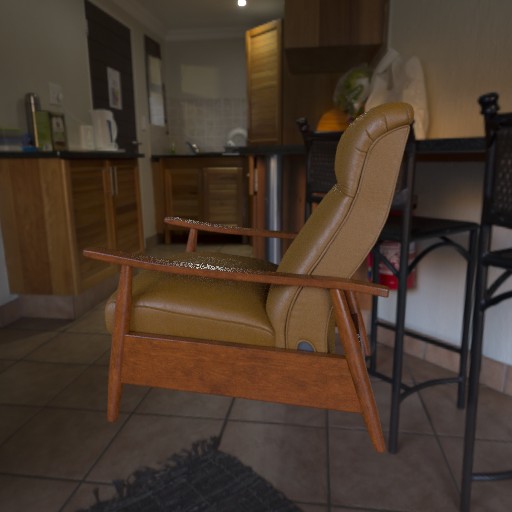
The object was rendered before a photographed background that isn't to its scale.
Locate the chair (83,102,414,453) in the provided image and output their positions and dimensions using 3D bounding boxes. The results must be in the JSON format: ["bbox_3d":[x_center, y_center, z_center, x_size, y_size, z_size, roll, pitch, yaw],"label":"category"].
[{"bbox_3d":[0.000,0.000,1.728,1.014,1.082,0.762,2,14,10],"label":"chair"}]
